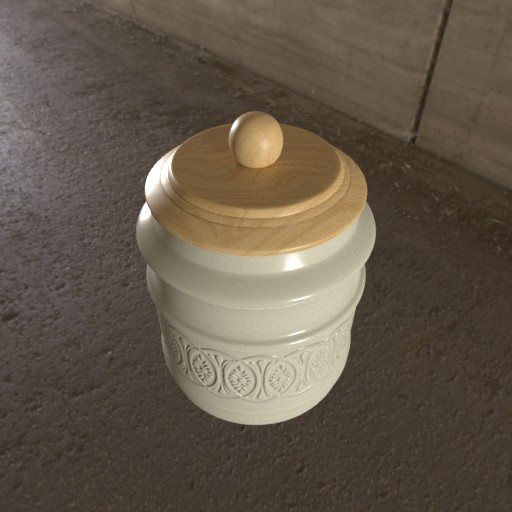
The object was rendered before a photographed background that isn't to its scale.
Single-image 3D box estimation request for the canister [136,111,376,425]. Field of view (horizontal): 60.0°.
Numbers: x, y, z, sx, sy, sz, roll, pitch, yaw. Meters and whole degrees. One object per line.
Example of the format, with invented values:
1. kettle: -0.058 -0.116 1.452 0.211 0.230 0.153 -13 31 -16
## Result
1. canister: 0.000 0.000 0.264 0.130 0.176 0.130 0 42 0
